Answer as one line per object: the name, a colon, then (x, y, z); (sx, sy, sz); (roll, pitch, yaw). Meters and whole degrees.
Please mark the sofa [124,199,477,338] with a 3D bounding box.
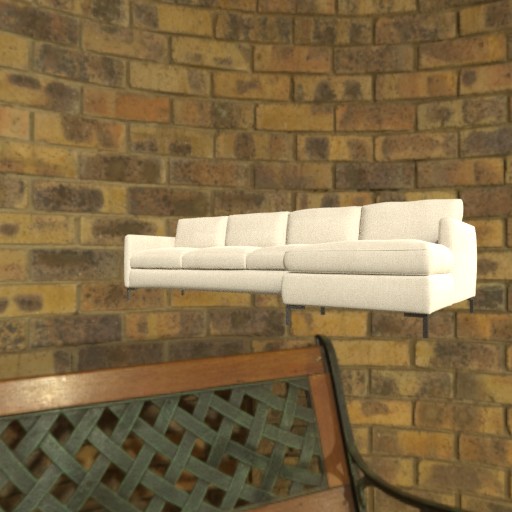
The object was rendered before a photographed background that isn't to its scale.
sofa: (0.000, 0.000, 2.856); (2.445, 0.677, 1.126); (-1, -1, 35)
